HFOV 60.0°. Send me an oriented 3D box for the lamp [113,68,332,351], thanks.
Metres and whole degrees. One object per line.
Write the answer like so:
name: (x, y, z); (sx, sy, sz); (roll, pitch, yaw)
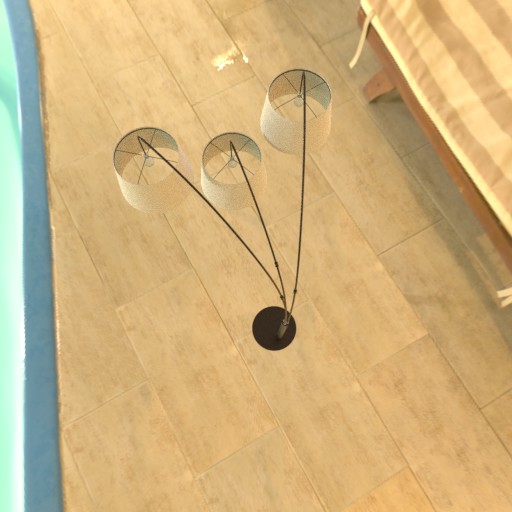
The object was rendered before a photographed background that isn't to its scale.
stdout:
lamp: (0.000, 0.000, 2.426); (0.951, 1.950, 0.924); (-23, 75, -7)
